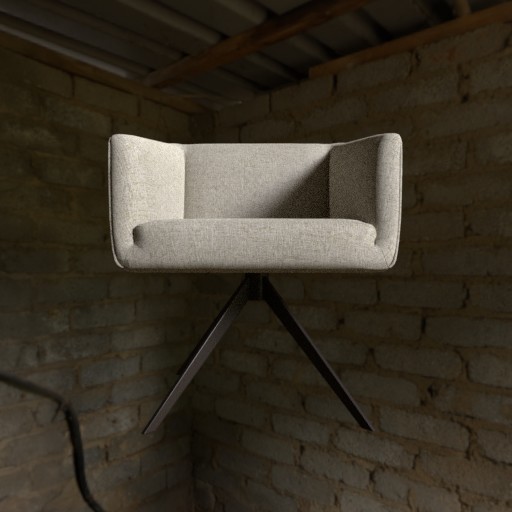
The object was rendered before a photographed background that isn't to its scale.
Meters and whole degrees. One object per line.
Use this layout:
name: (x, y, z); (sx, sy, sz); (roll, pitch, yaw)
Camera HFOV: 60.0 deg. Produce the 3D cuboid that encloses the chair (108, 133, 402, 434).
chair: (0.000, 0.000, 1.202); (0.628, 0.760, 0.623); (0, -1, 1)
